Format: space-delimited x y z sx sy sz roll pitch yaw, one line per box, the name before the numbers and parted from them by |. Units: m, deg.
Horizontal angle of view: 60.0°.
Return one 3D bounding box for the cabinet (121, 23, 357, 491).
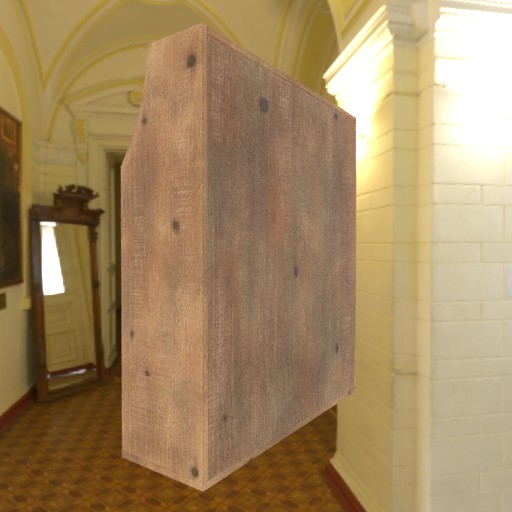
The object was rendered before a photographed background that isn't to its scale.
cabinet | 0.000 0.000 0.810 0.184 0.590 0.489 1 1 35
